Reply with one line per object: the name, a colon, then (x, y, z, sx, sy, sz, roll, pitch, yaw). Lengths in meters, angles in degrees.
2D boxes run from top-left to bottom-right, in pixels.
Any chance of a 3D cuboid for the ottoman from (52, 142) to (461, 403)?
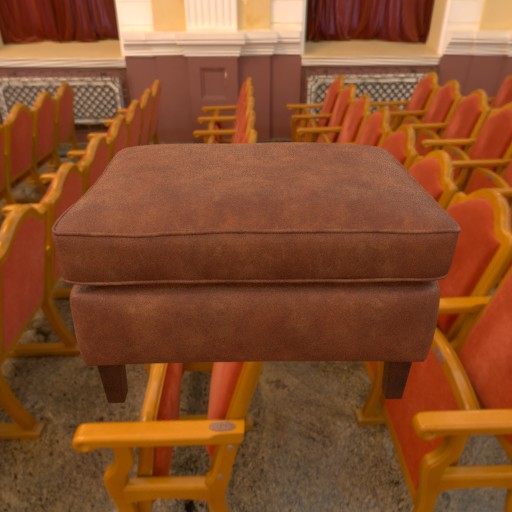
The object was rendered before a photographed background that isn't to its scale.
ottoman: (0.000, 0.000, 0.969, 0.665, 0.418, 0.501, 0, 30, -1)
